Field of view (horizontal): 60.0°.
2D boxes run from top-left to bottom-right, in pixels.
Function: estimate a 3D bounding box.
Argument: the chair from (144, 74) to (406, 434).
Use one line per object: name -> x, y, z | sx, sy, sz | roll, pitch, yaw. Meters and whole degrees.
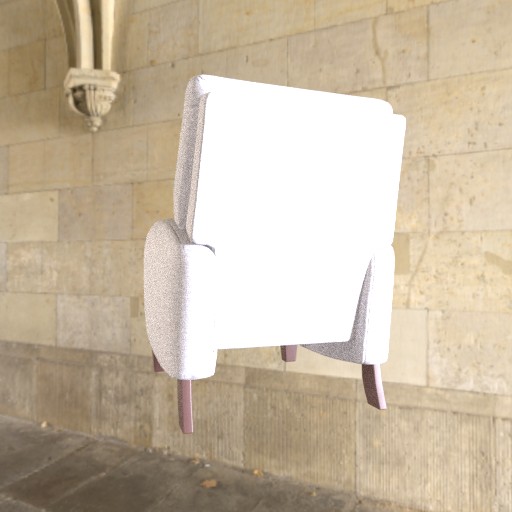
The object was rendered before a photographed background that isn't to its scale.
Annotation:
chair -> 0.000, 0.000, 1.653 | 0.762, 0.990, 0.990 | 0, -1, -19
